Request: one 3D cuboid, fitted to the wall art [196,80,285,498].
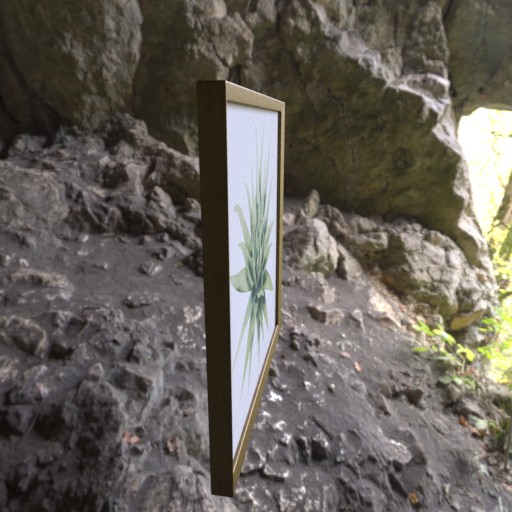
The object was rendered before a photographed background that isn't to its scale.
[{"bbox_3d":[0.000,0.000,0.742,0.030,0.506,0.503,3,17,10],"label":"wall art"}]
